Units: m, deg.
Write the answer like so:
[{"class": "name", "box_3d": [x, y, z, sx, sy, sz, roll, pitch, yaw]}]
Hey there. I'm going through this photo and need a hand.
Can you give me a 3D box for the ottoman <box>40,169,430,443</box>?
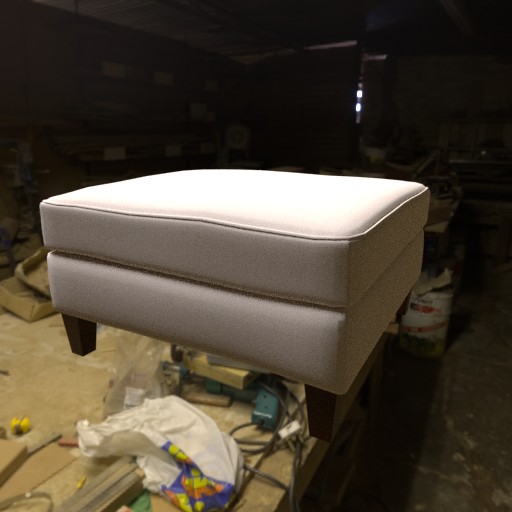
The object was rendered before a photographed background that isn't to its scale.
[{"class": "ottoman", "box_3d": [0.000, 0.000, 1.317, 0.838, 0.479, 0.838, 9, 18, 28]}]
